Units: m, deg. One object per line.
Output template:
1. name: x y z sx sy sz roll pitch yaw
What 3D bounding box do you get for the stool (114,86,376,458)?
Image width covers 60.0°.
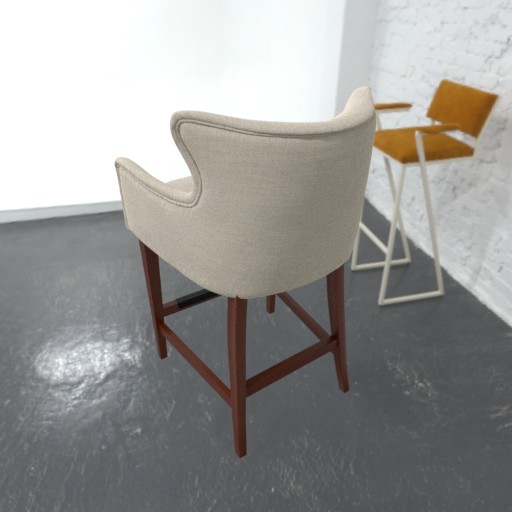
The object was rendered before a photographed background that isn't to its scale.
1. stool: 0.000 0.000 1.386 0.615 0.987 0.637 -19 35 -29
